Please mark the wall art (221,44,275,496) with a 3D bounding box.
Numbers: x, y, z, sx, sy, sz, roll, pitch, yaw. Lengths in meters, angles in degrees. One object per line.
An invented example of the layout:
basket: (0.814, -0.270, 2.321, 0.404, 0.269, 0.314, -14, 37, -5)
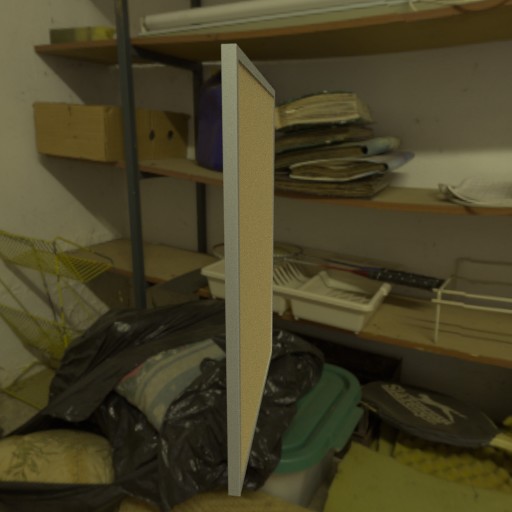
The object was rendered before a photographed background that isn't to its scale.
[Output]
wall art: (0.000, 0.000, 1.362, 0.034, 1.042, 0.789, 2, 14, 7)
